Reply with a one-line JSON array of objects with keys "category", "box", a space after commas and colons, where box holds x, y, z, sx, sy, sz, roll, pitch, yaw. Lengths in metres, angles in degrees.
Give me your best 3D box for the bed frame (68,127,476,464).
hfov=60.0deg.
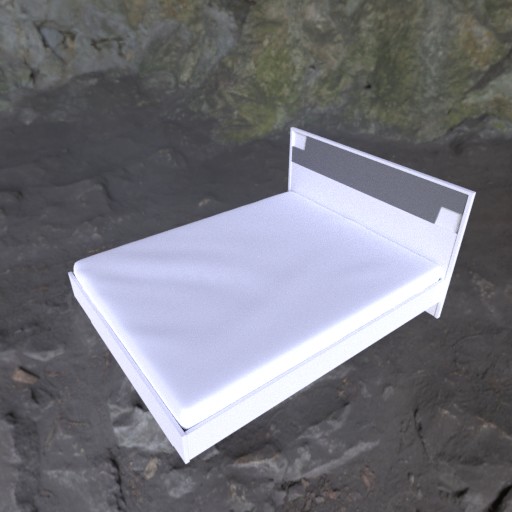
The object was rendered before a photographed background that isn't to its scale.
[{"category": "bed frame", "box": [0.000, 0.000, 3.042, 2.100, 1.001, 1.711, -22, 39, -30]}]
